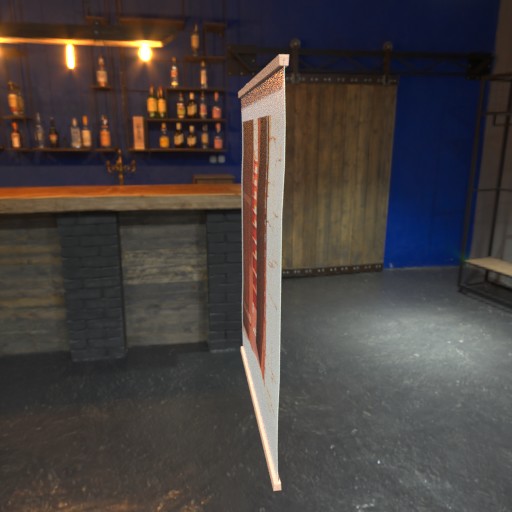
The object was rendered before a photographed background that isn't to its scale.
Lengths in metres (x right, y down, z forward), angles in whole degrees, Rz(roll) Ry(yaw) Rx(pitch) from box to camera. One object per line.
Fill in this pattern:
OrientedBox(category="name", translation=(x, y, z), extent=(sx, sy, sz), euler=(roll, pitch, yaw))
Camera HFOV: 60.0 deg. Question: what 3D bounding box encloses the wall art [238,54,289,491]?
OrientedBox(category="wall art", translation=(0.000, 0.000, 1.339), extent=(0.020, 1.013, 0.758), euler=(-2, 15, -8))
